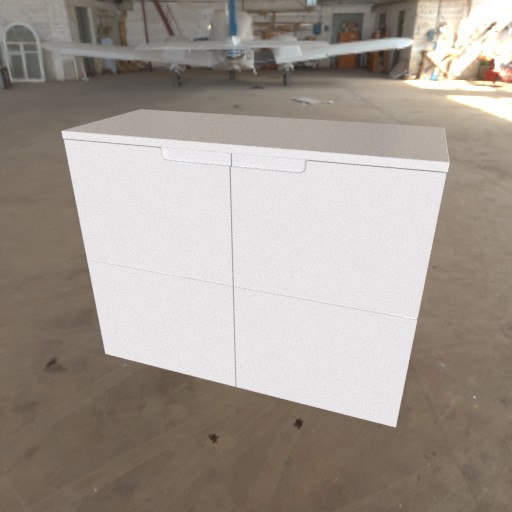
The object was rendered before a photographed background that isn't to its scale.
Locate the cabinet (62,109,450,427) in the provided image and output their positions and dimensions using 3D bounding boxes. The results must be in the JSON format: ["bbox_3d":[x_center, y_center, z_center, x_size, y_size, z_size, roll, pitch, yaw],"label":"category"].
[{"bbox_3d":[0.000,0.000,1.427,1.000,0.800,0.400,9,28,17],"label":"cabinet"}]
